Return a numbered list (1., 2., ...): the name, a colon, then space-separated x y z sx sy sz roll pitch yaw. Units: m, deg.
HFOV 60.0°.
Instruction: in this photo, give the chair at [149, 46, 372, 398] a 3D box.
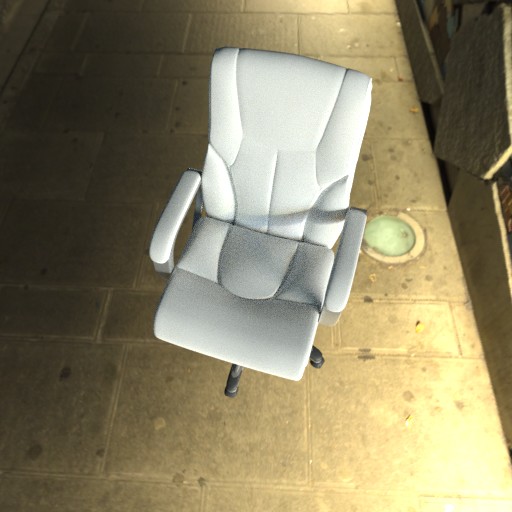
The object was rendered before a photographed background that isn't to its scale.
1. chair: 0.000 0.000 1.563 0.687 1.120 0.738 15 59 9
